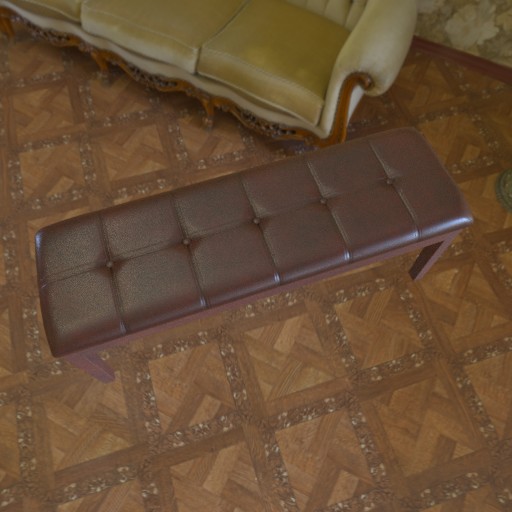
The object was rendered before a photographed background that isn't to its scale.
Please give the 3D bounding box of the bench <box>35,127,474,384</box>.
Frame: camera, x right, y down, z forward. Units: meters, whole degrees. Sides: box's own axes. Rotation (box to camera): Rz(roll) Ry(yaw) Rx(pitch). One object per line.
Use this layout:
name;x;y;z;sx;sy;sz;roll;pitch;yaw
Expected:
bench;0.000;0.000;1.482;1.259;0.491;0.401;-17;65;-8
